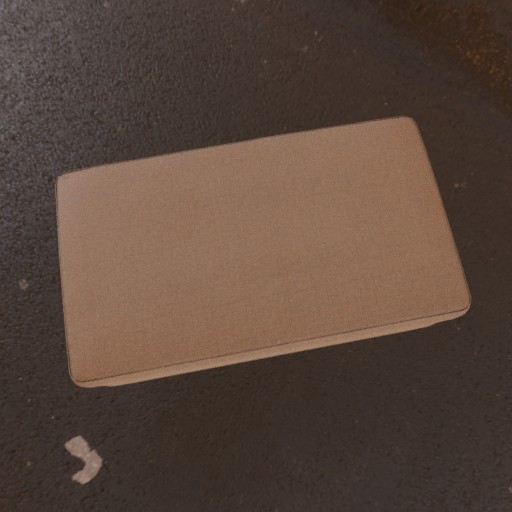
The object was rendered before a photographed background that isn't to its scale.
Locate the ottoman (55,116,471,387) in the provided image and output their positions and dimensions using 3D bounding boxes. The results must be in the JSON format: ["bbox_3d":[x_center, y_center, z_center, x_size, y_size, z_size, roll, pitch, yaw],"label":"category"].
[{"bbox_3d":[0.000,0.000,1.399,1.097,0.448,0.617,-10,75,-3],"label":"ottoman"}]
